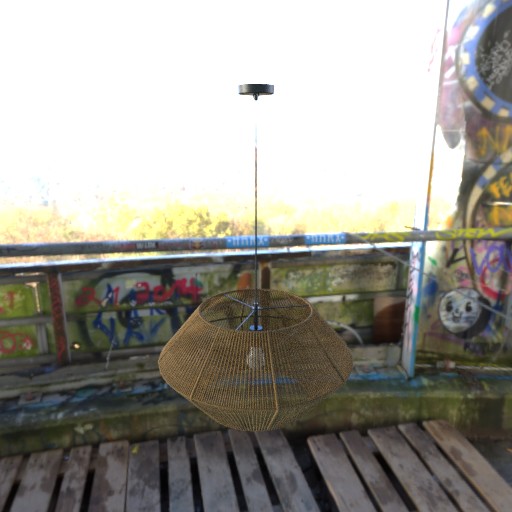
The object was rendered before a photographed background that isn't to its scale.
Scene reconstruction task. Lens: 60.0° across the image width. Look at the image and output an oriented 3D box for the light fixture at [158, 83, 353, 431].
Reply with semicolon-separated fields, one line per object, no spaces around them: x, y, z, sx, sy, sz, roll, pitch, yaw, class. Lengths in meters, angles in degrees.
0.000;0.000;1.397;0.643;1.009;0.643;0;15;0;light fixture
